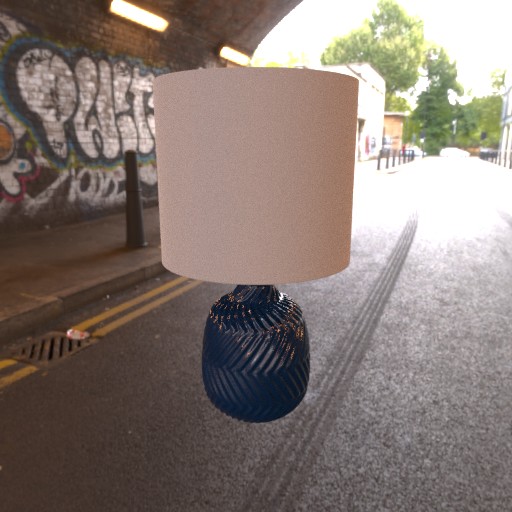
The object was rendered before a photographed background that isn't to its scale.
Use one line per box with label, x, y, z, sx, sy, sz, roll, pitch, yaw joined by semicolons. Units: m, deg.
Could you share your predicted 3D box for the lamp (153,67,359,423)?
lamp;0.000;0.000;0.489;0.203;0.368;0.203;-7;15;-26
